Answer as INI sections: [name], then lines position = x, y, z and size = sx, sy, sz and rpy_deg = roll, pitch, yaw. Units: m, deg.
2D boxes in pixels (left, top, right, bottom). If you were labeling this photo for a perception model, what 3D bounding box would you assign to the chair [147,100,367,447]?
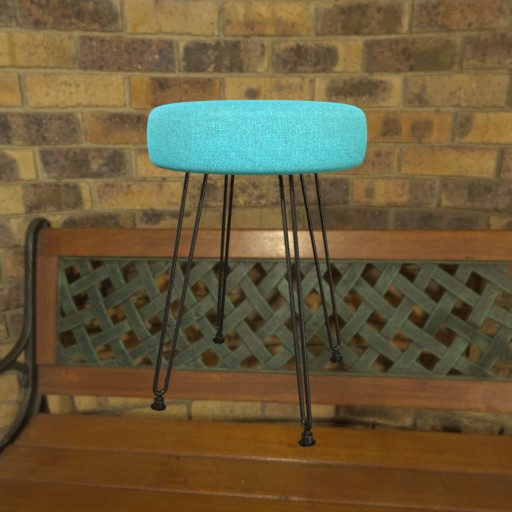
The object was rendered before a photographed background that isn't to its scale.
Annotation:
[chair]
position = 0.000, 0.000, 0.675
size = 0.350, 0.440, 0.350
rpy_deg = -8, 18, -25
